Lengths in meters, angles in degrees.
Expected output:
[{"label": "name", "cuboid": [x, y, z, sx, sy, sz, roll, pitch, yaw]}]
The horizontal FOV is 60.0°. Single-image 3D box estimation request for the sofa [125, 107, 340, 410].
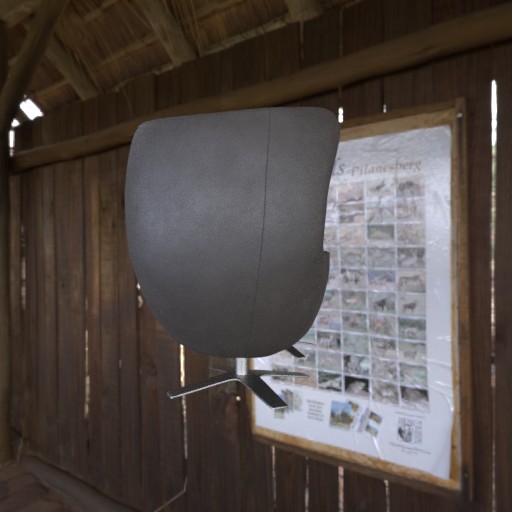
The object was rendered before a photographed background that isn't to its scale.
[{"label": "sofa", "cuboid": [0.000, 0.000, 2.170, 0.894, 1.135, 1.444, 0, 0, 18]}]
